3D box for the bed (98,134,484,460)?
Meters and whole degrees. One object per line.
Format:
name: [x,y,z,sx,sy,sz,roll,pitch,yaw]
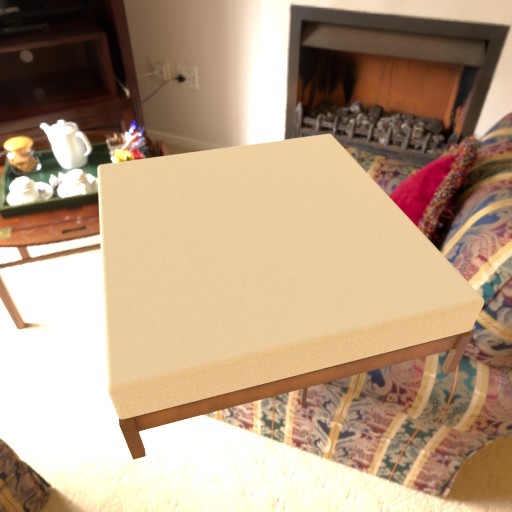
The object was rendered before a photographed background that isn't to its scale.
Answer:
bed: [0.000,0.000,3.034,1.930,0.616,2.049,-11,42,-12]
